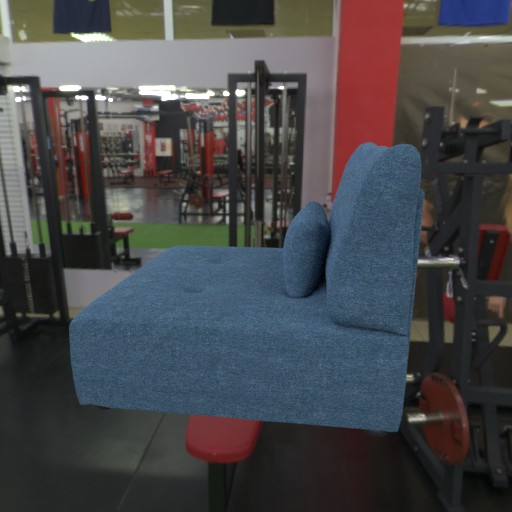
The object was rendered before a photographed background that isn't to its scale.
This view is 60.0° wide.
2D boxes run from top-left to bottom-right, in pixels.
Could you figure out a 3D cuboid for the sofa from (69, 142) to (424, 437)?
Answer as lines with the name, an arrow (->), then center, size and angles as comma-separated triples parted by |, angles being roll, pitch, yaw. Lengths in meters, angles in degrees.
sofa -> 0.000, 0.000, 1.658 | 1.000, 0.820, 0.930 | 2, 15, 8
